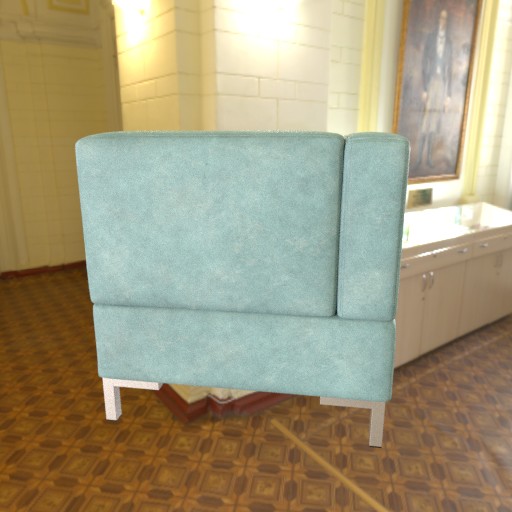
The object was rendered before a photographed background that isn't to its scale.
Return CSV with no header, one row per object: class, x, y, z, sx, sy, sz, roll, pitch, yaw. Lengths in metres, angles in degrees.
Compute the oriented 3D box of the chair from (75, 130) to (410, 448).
chair,0.000,0.000,1.231,0.684,0.660,0.691,2,15,9
